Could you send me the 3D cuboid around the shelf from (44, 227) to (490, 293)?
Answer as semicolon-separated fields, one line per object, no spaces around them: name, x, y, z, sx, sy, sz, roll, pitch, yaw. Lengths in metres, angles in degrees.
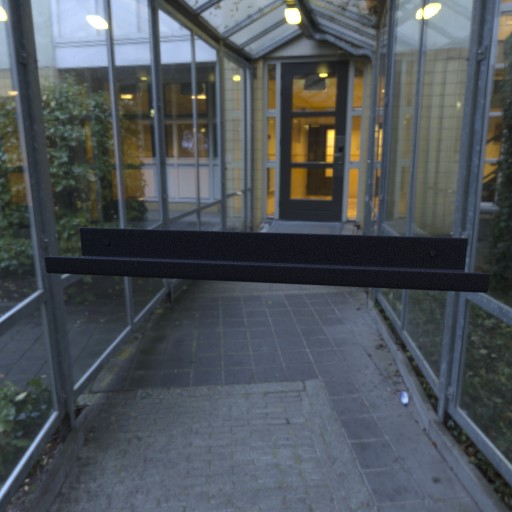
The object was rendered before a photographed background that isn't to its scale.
shelf;0.000;0.000;0.644;0.605;0.053;0.102;2;13;9
